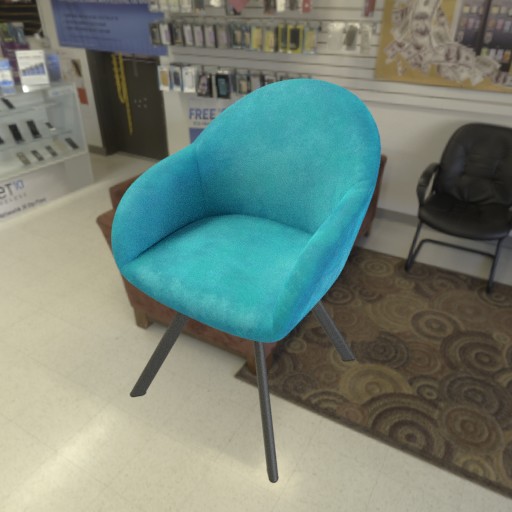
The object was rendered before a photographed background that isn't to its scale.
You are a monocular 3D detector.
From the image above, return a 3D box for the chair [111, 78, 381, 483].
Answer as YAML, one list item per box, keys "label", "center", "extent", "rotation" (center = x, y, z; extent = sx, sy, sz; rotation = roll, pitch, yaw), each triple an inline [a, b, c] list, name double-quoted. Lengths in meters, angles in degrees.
- label: "chair"
  center: [0.000, 0.000, 1.160]
  extent: [0.550, 0.795, 0.590]
  rotation: [19, 36, 28]
